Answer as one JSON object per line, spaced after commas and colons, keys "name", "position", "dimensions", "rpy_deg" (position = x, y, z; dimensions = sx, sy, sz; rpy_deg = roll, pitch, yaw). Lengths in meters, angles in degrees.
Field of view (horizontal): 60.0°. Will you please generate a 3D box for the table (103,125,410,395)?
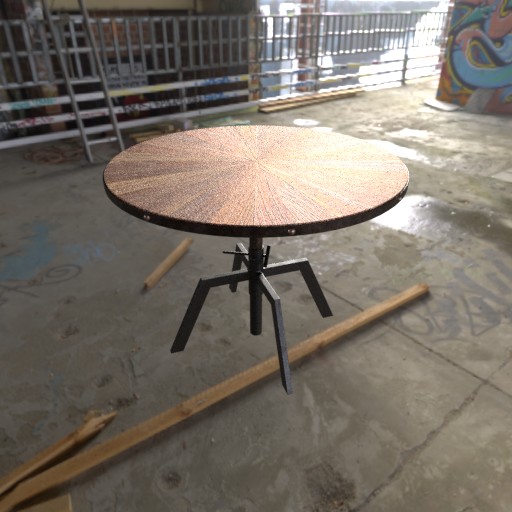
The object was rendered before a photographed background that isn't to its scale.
{"name": "table", "position": [0.000, 0.000, 1.496], "dimensions": [0.885, 0.658, 0.885], "rpy_deg": [0, 30, 0]}
